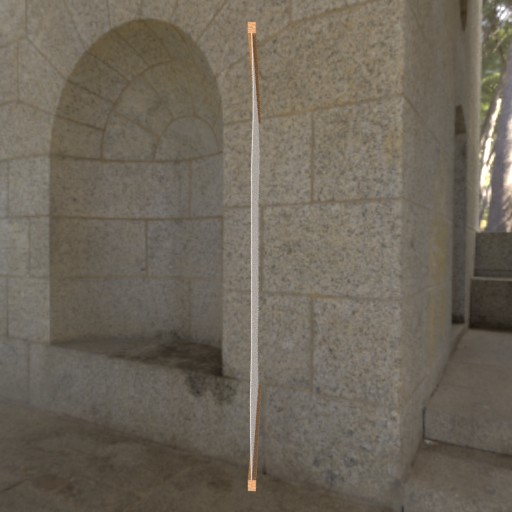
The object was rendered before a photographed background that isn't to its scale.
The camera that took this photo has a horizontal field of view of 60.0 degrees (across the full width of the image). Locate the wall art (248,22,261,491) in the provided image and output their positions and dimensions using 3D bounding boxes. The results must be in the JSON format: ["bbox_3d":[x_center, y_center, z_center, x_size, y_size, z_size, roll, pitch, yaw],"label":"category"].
[{"bbox_3d":[0.000,0.000,1.944,0.025,1.521,1.011,0,1,2],"label":"wall art"}]
